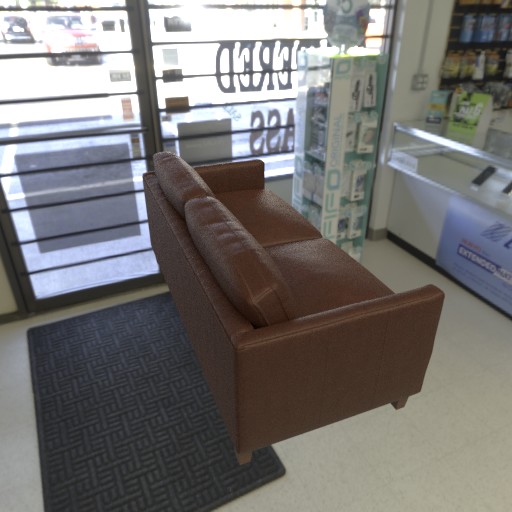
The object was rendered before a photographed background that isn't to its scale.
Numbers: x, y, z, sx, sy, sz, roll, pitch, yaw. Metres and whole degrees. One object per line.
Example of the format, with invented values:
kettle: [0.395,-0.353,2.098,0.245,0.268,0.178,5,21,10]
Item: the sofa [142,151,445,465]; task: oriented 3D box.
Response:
sofa: [0.000,0.000,2.519,0.923,0.863,1.971,-11,31,-19]
